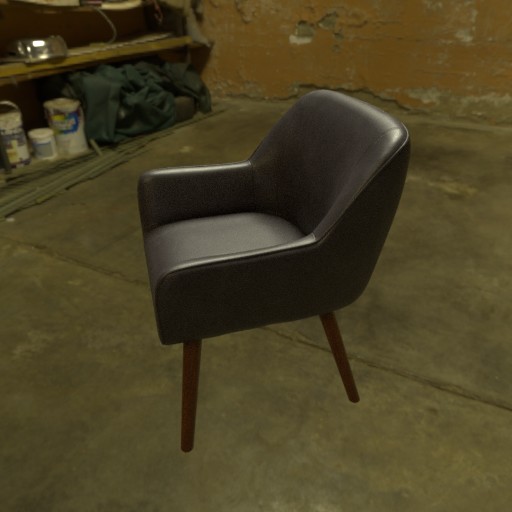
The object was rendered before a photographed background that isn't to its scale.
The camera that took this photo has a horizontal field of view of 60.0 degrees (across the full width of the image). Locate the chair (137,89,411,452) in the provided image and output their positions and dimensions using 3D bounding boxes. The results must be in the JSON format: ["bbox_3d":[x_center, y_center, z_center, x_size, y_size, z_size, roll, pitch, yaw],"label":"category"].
[{"bbox_3d":[0.000,0.000,1.275,0.610,0.828,0.610,-9,32,-14],"label":"chair"}]
